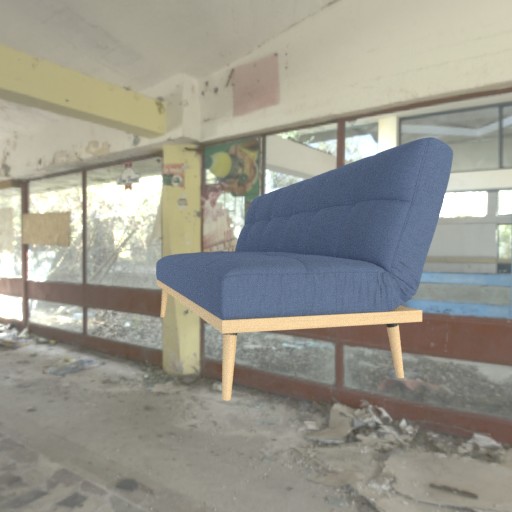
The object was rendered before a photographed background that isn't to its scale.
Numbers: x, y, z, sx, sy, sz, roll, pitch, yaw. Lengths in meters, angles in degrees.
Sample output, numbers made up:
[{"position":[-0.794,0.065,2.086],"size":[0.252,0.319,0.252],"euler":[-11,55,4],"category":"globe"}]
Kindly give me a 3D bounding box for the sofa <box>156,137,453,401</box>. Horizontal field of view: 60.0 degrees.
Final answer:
[{"position":[0.000,0.000,2.164],"size":[0.796,0.800,1.800],"euler":[0,1,-18],"category":"sofa"}]
